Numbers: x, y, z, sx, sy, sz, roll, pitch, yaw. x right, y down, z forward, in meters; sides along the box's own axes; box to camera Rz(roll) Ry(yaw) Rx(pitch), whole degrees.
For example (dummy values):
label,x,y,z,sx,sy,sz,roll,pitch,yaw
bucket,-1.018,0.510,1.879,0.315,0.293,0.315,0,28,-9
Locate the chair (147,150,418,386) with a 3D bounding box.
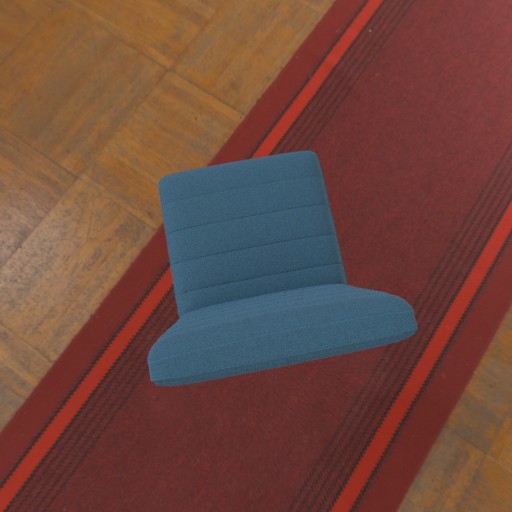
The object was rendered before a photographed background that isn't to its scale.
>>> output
label,x,y,z,sx,sy,sz,roll,pitch,yaw
chair,0.000,0.000,1.316,0.520,0.930,0.634,-11,77,-2
